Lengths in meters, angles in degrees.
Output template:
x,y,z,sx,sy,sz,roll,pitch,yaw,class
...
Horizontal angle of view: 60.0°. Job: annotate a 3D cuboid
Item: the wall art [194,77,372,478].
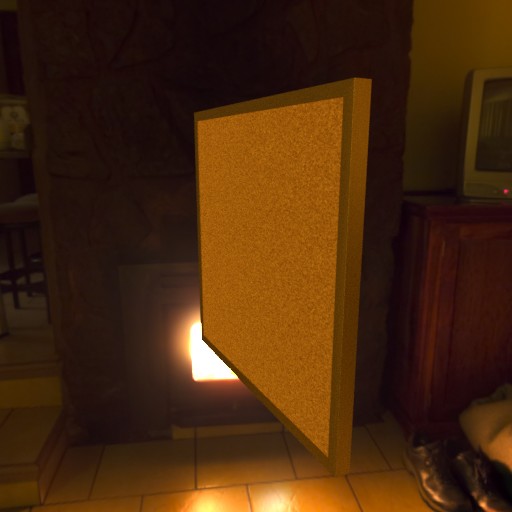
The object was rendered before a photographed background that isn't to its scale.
x,y,z,sx,sy,sz,roll,pitch,yaw,class
0.000,0.000,1.153,0.036,0.765,0.767,-7,15,-27,wall art
